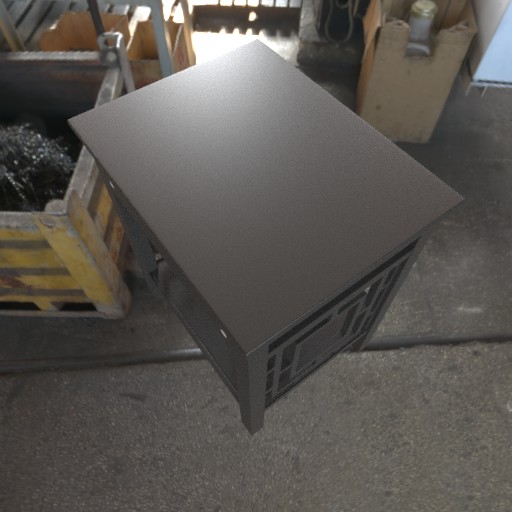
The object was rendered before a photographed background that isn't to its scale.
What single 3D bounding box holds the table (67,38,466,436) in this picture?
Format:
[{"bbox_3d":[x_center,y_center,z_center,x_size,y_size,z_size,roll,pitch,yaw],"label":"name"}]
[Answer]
[{"bbox_3d":[0.000,0.000,1.038,0.451,0.646,0.564,-32,63,-19],"label":"table"}]
